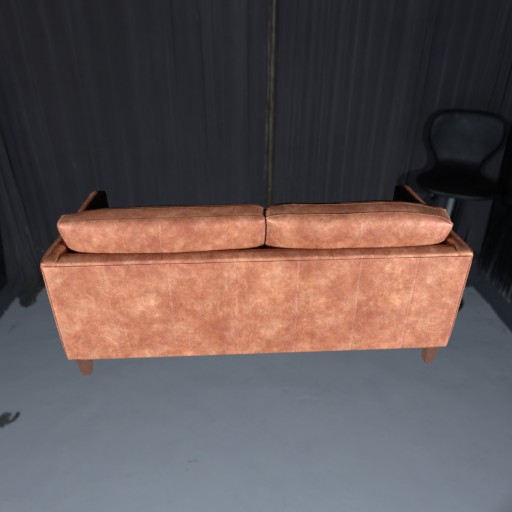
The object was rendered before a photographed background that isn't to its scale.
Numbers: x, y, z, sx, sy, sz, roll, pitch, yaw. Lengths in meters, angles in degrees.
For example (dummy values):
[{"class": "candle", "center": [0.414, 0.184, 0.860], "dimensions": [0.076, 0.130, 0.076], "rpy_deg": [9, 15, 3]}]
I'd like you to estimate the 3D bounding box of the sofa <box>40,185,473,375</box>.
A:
[{"class": "sofa", "center": [0.000, 0.000, 2.487], "dimensions": [1.971, 0.863, 0.923], "rpy_deg": [-1, 29, -3]}]
